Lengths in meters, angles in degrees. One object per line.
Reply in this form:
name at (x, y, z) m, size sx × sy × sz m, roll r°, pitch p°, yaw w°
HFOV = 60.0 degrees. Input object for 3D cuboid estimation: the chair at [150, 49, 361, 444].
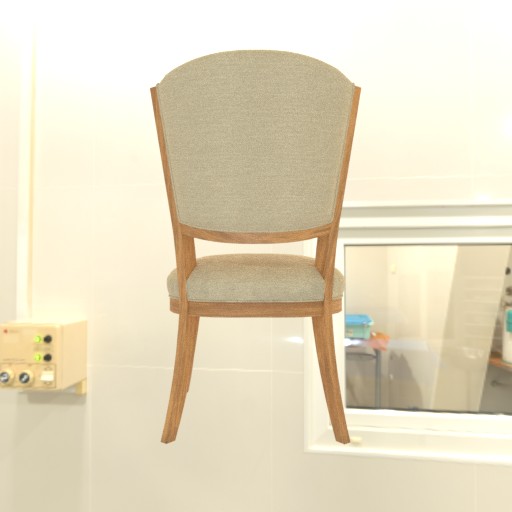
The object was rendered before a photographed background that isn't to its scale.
chair at (0.000, 0.000, 1.238) m, size 0.513 × 0.905 × 0.584 m, roll 0°, pitch -1°, yaw 0°
